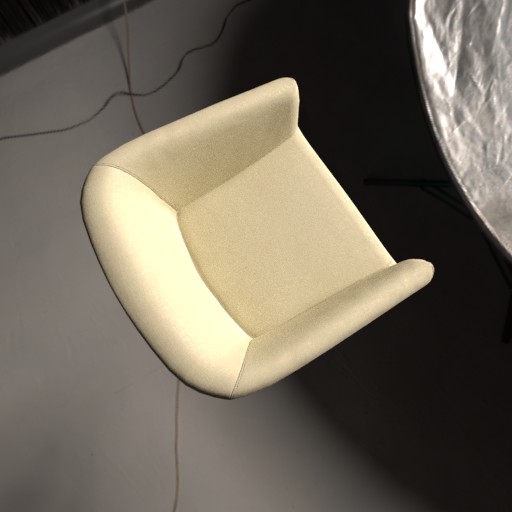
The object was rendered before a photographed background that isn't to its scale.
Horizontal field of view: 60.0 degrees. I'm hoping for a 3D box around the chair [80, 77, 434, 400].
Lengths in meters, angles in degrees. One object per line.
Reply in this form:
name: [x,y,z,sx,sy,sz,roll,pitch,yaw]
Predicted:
chair: [0.000,0.000,1.306,0.657,0.822,0.643,-32,79,-7]
